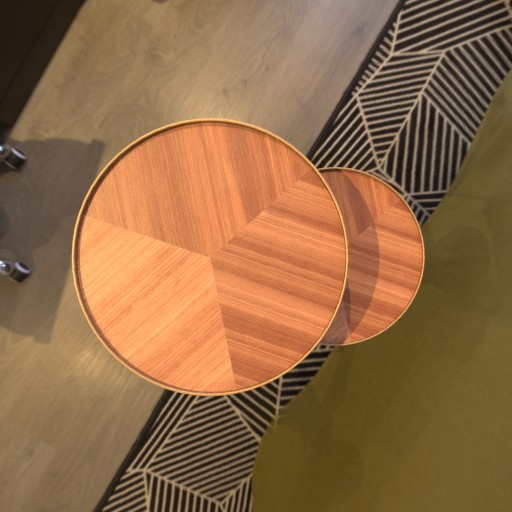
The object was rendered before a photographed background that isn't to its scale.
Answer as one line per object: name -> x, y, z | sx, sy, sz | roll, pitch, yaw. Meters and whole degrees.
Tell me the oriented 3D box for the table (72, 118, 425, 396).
table -> 0.000, 0.000, 1.123 | 0.751, 0.555, 0.532 | 0, 91, 1
